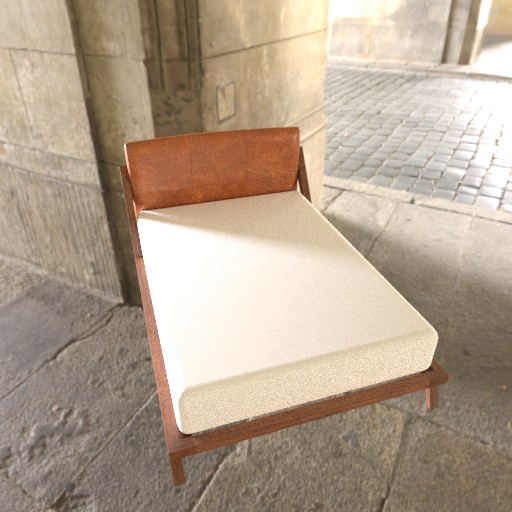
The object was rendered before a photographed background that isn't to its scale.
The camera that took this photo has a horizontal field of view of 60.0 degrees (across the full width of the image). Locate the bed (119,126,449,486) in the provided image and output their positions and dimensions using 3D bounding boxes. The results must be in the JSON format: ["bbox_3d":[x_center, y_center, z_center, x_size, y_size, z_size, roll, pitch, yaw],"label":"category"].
[{"bbox_3d":[0.000,0.000,3.168,1.651,1.168,2.311,-10,34,-15],"label":"bed"}]
